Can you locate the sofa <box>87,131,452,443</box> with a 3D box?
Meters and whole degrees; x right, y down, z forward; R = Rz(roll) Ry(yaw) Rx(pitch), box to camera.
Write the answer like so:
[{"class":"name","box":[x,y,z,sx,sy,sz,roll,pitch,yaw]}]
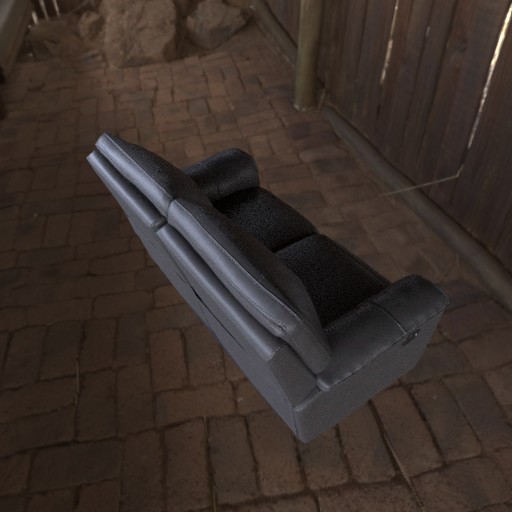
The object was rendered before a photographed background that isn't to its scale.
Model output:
[{"class":"sofa","box":[0.000,0.000,2.395,1.104,1.111,1.765,-25,47,-26]}]
